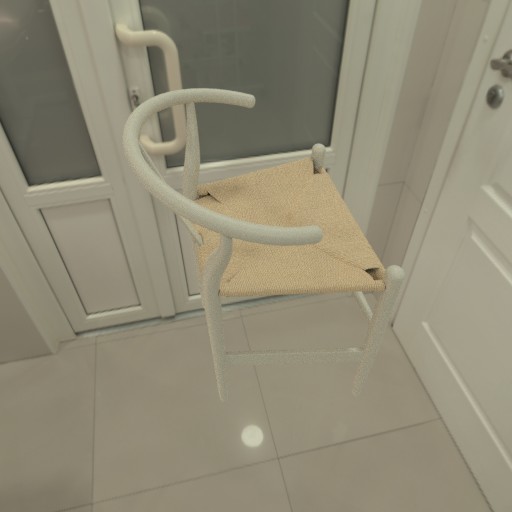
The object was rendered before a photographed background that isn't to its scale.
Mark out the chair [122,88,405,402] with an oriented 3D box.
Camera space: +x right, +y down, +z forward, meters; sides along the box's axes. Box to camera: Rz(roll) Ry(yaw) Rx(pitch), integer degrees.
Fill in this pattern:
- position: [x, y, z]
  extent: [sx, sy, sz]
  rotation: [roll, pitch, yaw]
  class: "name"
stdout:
- position: [0.000, 0.000, 1.102]
  extent: [0.500, 0.736, 0.533]
  rotation: [-10, 46, -9]
  class: "chair"
